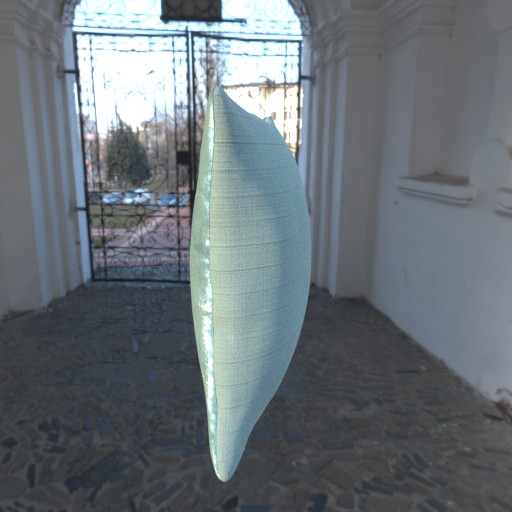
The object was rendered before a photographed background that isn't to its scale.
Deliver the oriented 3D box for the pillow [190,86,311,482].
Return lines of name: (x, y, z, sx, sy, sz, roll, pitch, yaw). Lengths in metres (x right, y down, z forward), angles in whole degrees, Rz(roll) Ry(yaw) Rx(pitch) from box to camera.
pillow: (0.000, 0.000, 0.713, 0.175, 0.464, 0.470, 2, 14, 10)
